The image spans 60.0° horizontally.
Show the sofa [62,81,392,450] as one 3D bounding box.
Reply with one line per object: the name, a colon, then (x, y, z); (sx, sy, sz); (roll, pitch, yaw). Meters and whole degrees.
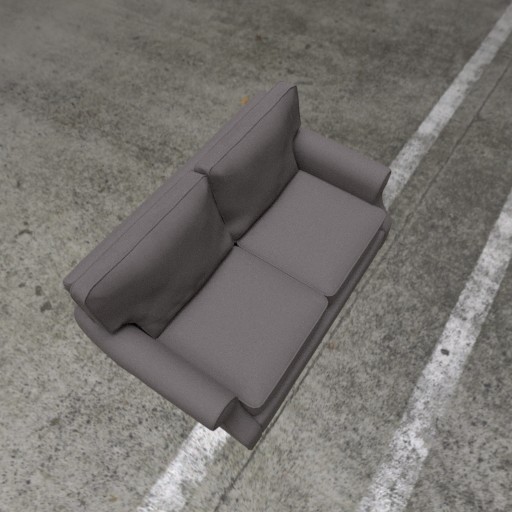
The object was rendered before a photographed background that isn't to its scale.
sofa: (0.000, 0.000, 2.286); (0.964, 0.937, 1.665); (30, 62, 17)
